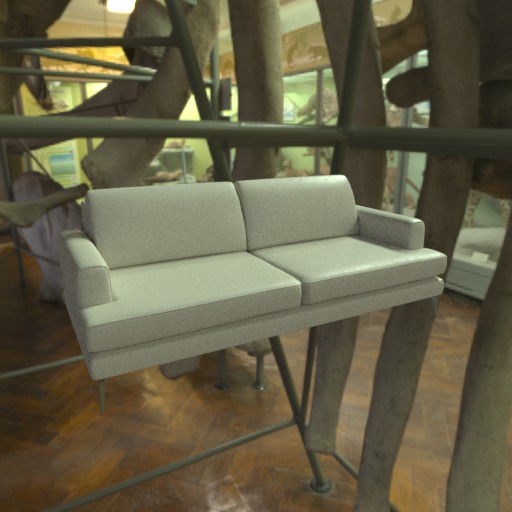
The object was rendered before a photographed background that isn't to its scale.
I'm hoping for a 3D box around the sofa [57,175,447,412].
[{"bbox_3d":[0.000,0.000,2.435,1.940,0.765,0.974,-9,18,-27],"label":"sofa"}]
